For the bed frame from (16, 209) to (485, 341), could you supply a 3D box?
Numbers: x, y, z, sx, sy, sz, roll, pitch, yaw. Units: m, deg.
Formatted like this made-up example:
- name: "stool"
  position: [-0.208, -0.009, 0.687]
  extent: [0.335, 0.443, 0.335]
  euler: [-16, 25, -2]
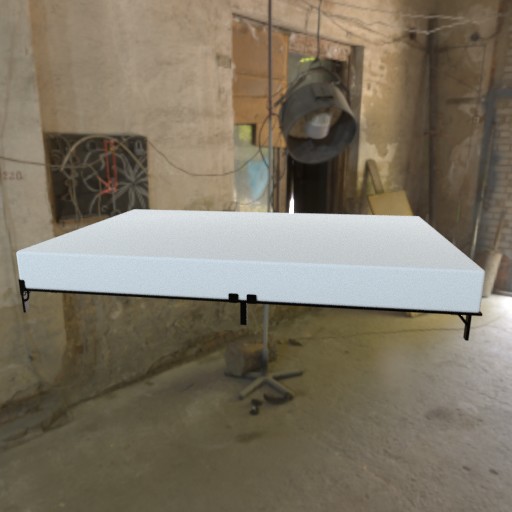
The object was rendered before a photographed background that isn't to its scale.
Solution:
- name: "bed frame"
  position: [0.000, 0.000, 3.726]
  extent: [2.987, 0.440, 1.930]
  euler: [2, 15, 9]
